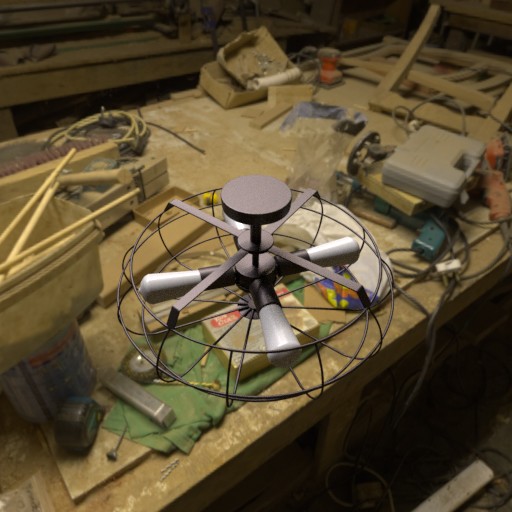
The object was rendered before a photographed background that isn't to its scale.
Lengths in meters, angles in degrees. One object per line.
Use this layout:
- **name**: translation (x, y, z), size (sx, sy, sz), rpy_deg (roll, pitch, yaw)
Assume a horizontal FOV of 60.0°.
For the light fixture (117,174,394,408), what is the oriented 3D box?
- **light fixture**: translation (0.000, 0.000, 0.918), size (0.582, 0.311, 0.582), rpy_deg (0, 40, 0)
